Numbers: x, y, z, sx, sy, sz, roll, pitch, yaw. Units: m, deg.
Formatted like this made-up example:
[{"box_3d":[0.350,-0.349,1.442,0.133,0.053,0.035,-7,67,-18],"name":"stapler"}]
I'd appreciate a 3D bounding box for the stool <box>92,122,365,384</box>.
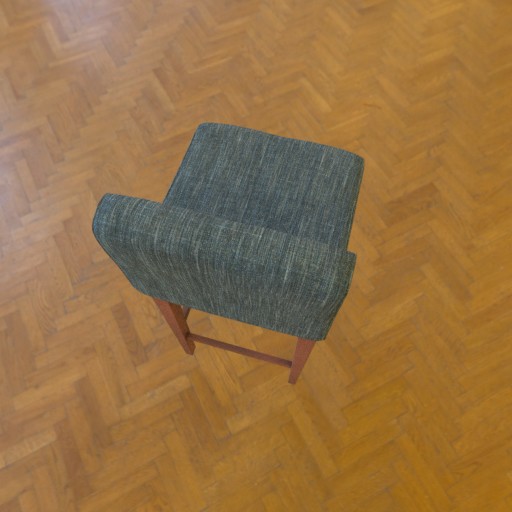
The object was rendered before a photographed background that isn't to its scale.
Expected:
[{"box_3d":[0.000,0.000,1.085,0.395,0.835,0.459,14,64,7],"name":"stool"}]
